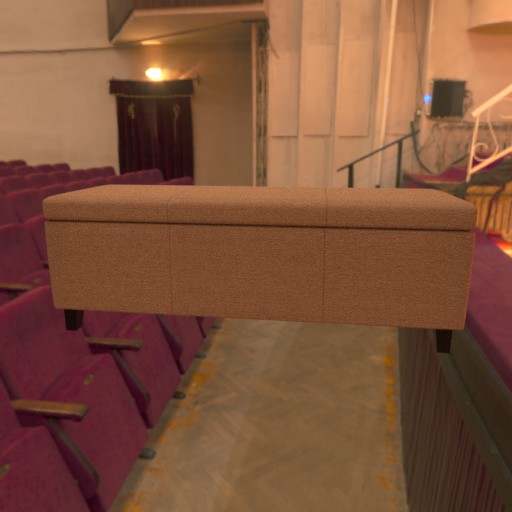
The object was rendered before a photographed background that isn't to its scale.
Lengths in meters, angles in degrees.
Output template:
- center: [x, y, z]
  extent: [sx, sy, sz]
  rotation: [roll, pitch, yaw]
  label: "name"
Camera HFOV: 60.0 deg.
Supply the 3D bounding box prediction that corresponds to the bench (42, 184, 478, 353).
- center: [0.000, 0.000, 1.501]
  extent: [1.269, 0.438, 0.446]
  rotation: [2, 14, 8]
  label: "bench"
